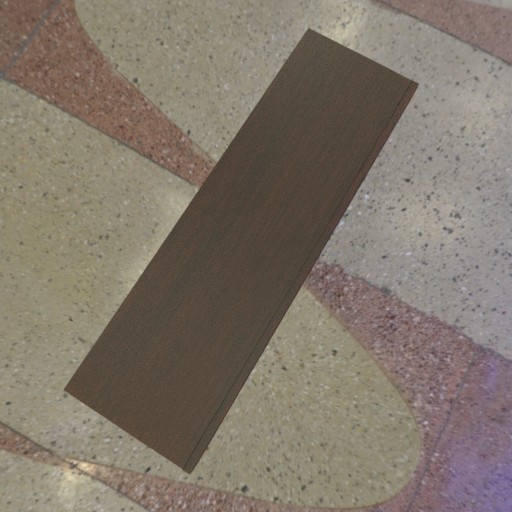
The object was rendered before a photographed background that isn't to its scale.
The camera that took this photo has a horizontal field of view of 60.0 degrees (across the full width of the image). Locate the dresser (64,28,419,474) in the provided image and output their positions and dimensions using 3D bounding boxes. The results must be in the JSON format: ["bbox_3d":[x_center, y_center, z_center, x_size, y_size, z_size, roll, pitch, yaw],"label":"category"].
[{"bbox_3d":[0.000,0.000,2.038,0.499,0.971,1.609,30,78,7],"label":"dresser"}]
